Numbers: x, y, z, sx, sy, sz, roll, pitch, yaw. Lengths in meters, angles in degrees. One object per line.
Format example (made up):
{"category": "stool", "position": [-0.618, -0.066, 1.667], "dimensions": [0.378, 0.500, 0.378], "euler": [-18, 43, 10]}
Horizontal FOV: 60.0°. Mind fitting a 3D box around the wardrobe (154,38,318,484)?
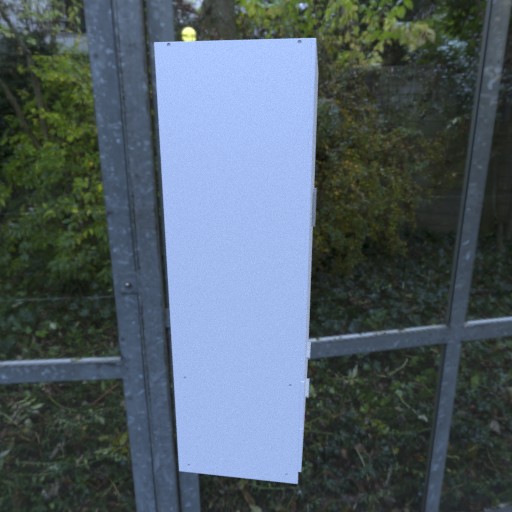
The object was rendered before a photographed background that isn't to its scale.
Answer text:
{"category": "wardrobe", "position": [0.000, 0.000, 2.224], "dimensions": [0.577, 1.808, 0.991], "euler": [2, 16, 8]}
